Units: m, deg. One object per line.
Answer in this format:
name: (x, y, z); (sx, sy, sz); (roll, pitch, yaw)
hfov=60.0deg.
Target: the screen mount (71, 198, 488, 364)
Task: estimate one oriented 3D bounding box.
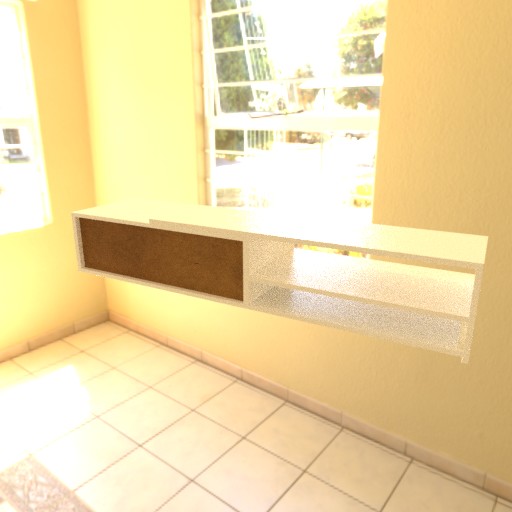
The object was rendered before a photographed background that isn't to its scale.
screen mount: (0.000, 0.000, 1.847); (1.680, 0.320, 0.420); (9, 20, 27)
